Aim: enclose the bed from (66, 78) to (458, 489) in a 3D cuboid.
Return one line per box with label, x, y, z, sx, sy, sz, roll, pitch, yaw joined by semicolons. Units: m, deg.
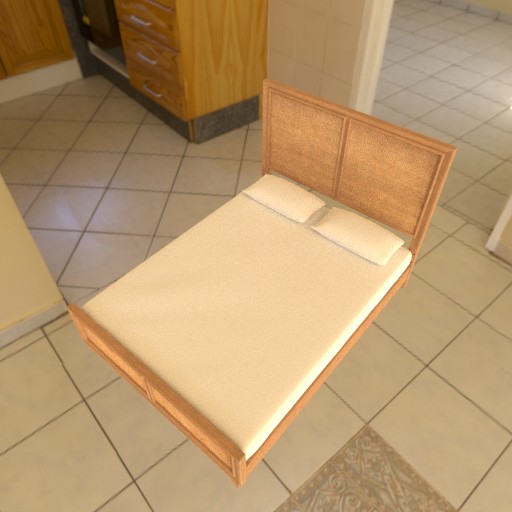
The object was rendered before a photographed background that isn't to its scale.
bed;0.000;0.000;3.171;1.606;1.387;2.184;31;53;27
